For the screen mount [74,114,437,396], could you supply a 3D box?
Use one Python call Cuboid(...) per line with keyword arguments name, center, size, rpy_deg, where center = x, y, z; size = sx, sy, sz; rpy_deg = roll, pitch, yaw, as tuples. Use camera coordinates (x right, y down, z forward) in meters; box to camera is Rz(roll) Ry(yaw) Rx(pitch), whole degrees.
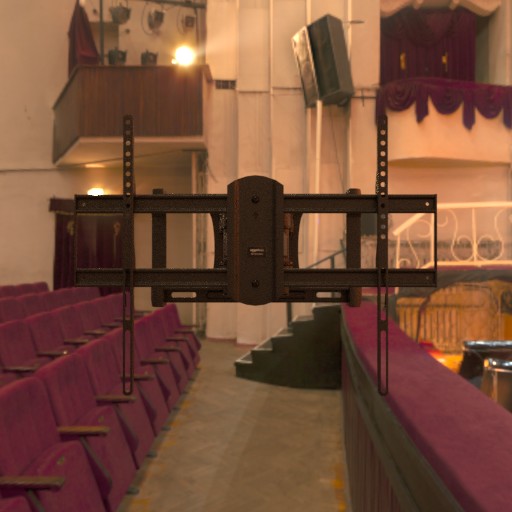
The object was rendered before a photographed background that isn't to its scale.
Cuboid(name="screen mount", center=(0.000, 0.000, 1.092), size=(0.661, 0.491, 0.644), rpy_deg=(0, 0, 0))
